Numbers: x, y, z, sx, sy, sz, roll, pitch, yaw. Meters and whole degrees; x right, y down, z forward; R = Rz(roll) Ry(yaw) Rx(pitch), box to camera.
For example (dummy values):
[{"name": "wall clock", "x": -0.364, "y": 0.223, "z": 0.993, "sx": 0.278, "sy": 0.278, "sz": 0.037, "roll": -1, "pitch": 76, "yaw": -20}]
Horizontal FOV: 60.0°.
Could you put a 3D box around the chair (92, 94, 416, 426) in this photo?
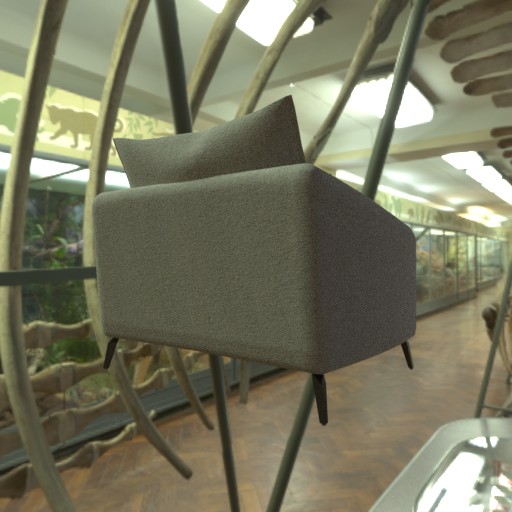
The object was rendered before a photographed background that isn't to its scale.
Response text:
[{"name": "chair", "x": 0.000, "y": 0.000, "z": 1.669, "sx": 1.029, "sy": 0.856, "sz": 0.801, "roll": 0, "pitch": 0, "yaw": 37}]
